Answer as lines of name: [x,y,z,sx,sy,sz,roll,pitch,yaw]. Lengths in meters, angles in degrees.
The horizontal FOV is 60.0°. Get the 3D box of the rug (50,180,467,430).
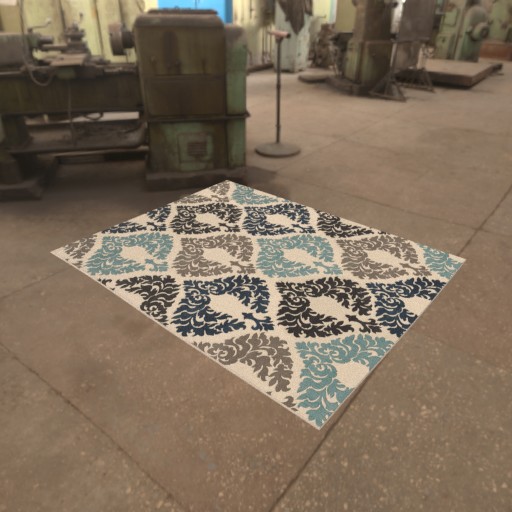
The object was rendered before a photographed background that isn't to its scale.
rug: [0.000,0.000,4.117,3.040,0.014,2.423,24,38,34]
